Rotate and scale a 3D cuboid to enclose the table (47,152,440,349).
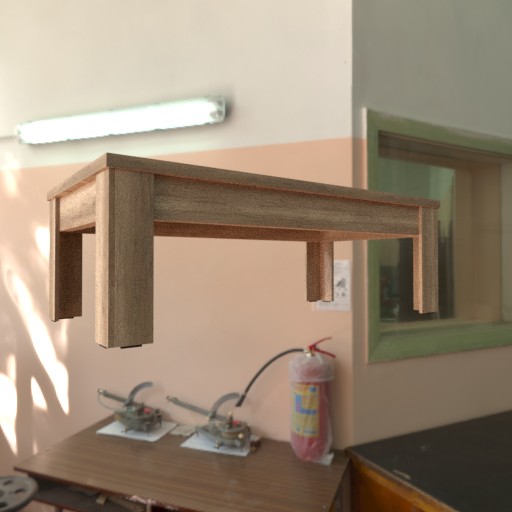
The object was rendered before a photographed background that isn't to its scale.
[{"bbox_3d":[0.000,0.000,1.699,1.350,0.460,0.700,1,-1,-36],"label":"table"}]
